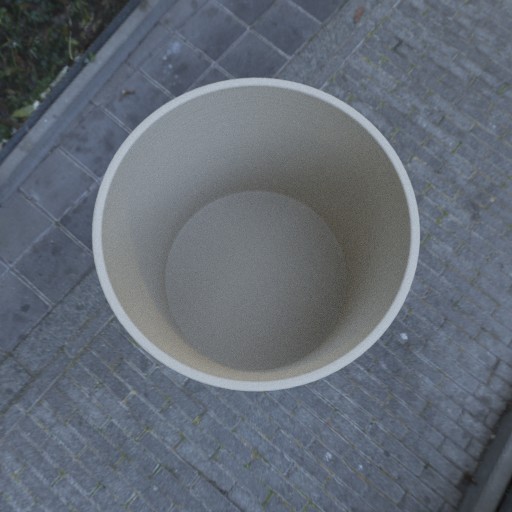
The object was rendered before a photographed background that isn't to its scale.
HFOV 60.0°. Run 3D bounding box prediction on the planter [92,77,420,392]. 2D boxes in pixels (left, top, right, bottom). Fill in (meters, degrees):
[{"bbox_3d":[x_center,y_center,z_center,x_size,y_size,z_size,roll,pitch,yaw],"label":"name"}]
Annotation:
[{"bbox_3d":[0.000,0.000,0.397,0.221,0.201,0.221,0,76,0],"label":"planter"}]
